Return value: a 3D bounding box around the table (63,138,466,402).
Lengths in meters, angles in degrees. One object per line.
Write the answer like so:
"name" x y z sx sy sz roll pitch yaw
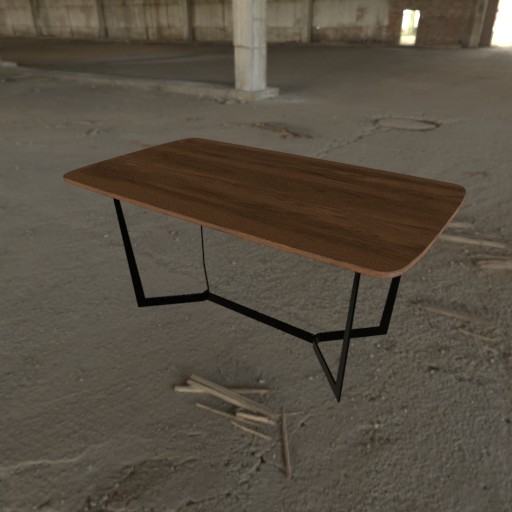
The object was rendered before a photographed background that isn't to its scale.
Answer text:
"table" 0.000 0.000 2.165 1.643 0.765 0.949 18 33 30
